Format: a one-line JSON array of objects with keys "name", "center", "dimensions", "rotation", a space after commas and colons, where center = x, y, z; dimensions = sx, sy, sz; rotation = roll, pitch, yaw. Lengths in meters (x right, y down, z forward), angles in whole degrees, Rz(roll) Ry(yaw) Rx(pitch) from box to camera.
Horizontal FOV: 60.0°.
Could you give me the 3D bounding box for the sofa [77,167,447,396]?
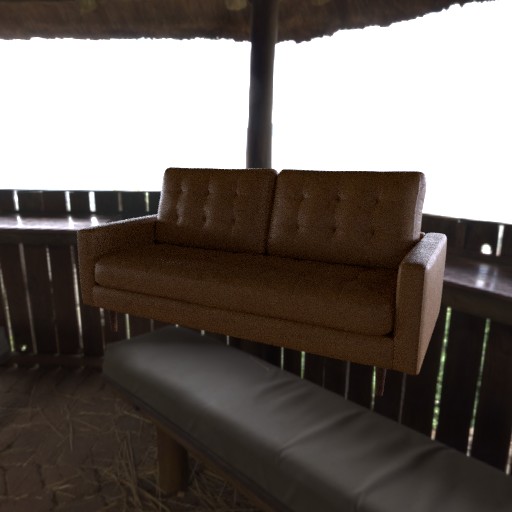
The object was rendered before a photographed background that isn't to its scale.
[{"name": "sofa", "center": [0.000, 0.000, 2.355], "dimensions": [1.821, 0.898, 0.850], "rotation": [7, 14, 27]}]
